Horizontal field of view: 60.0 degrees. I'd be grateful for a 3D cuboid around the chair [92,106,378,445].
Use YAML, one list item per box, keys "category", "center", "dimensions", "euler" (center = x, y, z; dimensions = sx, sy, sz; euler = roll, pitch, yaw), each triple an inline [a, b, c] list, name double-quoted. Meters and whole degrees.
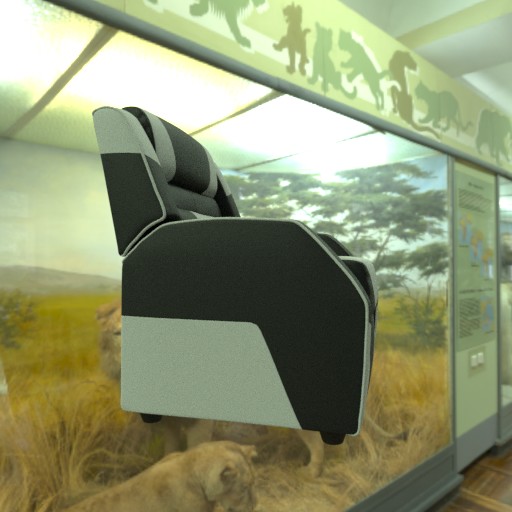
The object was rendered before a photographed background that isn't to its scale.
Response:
- category: "chair"
  center: [0.000, 0.000, 1.279]
  dimensions: [0.672, 0.805, 0.620]
  euler: [0, -1, 17]
